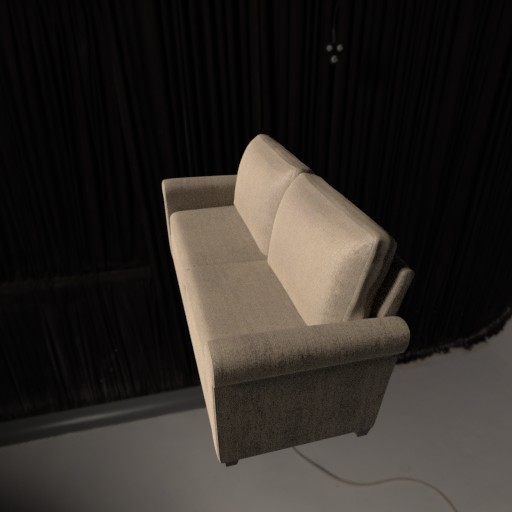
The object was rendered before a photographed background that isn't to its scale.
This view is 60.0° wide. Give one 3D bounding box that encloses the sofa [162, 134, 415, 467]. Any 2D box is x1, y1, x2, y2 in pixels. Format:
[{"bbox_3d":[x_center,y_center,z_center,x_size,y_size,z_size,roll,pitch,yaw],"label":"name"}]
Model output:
[{"bbox_3d":[0.000,0.000,2.447,0.842,0.942,1.935,-8,30,-13],"label":"sofa"}]
